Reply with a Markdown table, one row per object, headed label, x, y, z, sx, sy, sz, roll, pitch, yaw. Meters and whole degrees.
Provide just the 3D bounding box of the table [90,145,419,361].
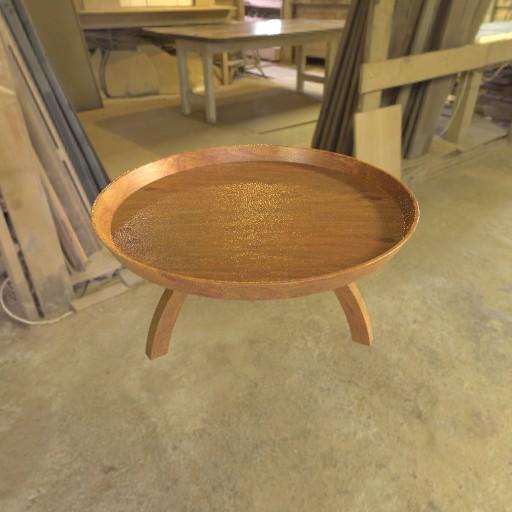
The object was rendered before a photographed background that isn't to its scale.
| label | x | y | z | sx | sy | sz | roll | pitch | yaw |
| --- | --- | --- | --- | --- | --- | --- | --- | --- | --- |
| table | 0.000 | 0.000 | 1.547 | 1.016 | 0.470 | 1.016 | 0 | 32 | 0 |
